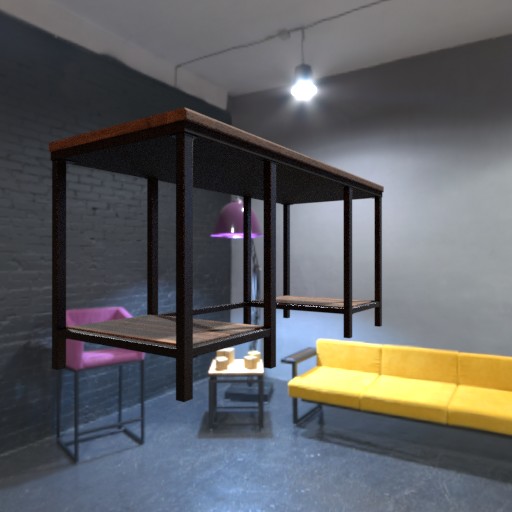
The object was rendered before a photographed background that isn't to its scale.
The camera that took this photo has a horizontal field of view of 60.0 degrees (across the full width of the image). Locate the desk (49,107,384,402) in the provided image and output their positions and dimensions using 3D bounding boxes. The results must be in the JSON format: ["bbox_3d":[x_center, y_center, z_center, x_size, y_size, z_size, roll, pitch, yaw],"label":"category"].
[{"bbox_3d":[0.000,0.000,1.935,0.617,0.753,1.538,0,0,35],"label":"desk"}]
